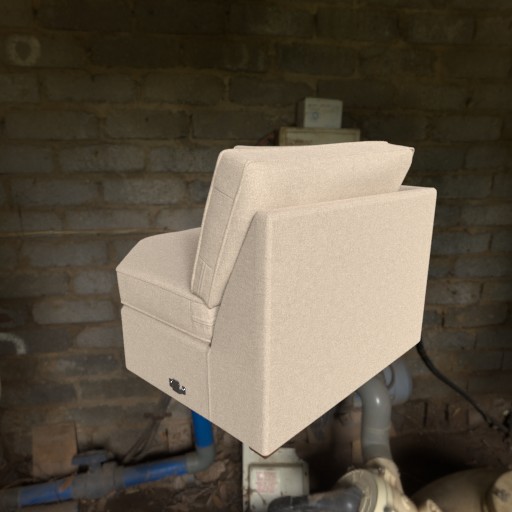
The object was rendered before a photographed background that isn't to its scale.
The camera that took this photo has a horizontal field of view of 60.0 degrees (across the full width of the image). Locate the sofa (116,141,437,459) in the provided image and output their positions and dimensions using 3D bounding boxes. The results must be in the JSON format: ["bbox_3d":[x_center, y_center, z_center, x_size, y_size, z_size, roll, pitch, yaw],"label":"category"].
[{"bbox_3d":[0.000,0.000,1.857,1.050,0.937,1.042,15,22,42],"label":"sofa"}]
